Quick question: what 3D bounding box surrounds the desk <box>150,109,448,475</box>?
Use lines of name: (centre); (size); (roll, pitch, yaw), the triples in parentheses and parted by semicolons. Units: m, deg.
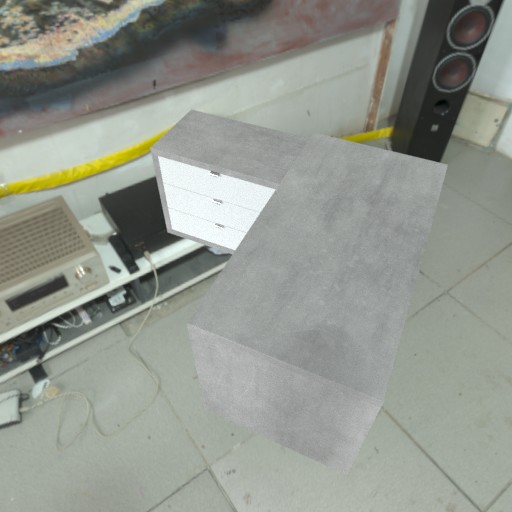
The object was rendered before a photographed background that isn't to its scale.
desk: (0.000, 0.000, 2.276); (1.500, 0.740, 1.400); (19, 50, 16)
